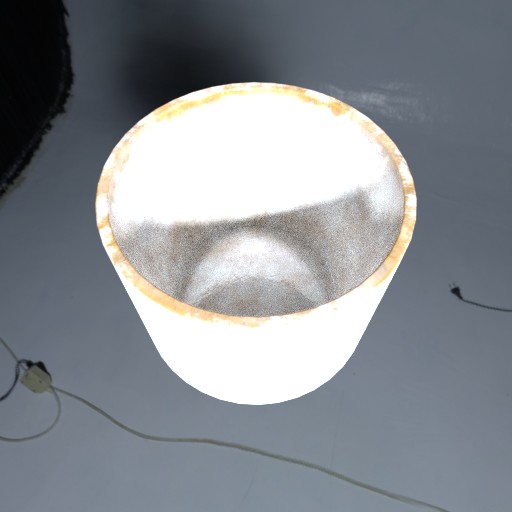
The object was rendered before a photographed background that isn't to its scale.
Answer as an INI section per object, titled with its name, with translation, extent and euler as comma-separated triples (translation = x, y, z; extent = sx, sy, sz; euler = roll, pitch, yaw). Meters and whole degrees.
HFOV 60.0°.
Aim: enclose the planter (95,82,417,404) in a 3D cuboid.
[planter]
translation = 0.000, 0.000, 0.450
extent = 0.255, 0.223, 0.255
euler = 0, 58, 0
